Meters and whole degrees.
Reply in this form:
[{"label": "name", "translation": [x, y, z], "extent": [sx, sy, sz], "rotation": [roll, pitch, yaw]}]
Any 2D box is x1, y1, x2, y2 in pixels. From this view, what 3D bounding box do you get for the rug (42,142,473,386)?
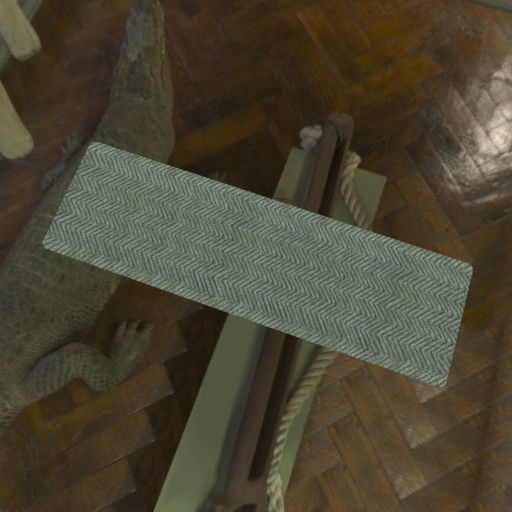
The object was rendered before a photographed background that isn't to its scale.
[{"label": "rug", "translation": [0.000, 0.000, 2.440], "extent": [2.286, 0.008, 0.686], "rotation": [19, 77, 5]}]
